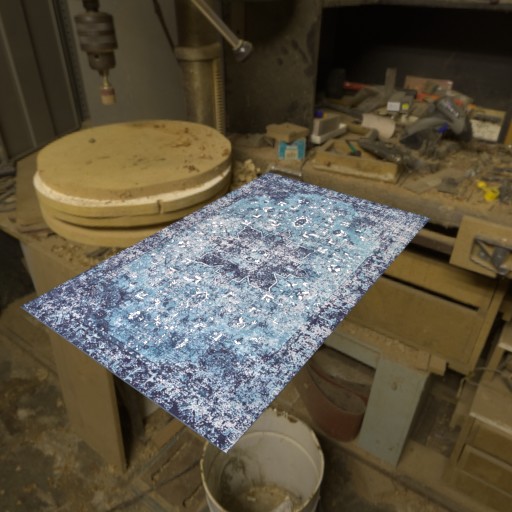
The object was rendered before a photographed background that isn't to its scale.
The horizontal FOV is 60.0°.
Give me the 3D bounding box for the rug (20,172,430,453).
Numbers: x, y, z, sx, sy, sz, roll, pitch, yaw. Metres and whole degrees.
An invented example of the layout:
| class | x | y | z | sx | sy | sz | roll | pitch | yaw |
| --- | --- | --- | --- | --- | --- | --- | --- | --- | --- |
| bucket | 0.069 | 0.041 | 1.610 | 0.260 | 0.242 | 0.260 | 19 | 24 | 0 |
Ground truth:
| class | x | y | z | sx | sy | sz | roll | pitch | yaw |
| --- | --- | --- | --- | --- | --- | --- | --- | --- | --- |
| rug | 0.000 | 0.000 | 2.955 | 1.525 | 0.007 | 2.440 | 22 | 39 | 30 |
